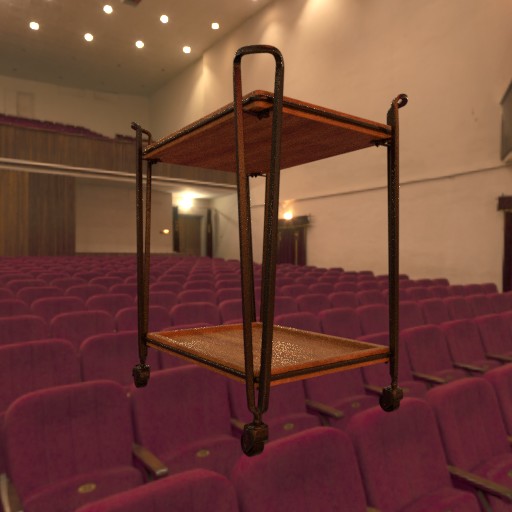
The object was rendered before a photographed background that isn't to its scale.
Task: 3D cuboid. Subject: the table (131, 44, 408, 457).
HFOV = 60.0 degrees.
[{"bbox_3d":[0.000,0.000,1.222,0.505,0.785,0.672,0,-1,-36],"label":"table"}]
